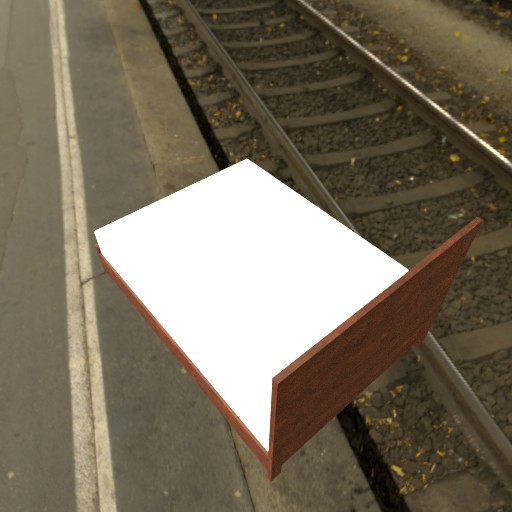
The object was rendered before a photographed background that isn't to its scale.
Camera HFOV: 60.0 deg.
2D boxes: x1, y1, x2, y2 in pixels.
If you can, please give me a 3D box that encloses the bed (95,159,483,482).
[{"bbox_3d":[0.000,0.000,3.246,1.600,1.270,2.184,-31,54,-26],"label":"bed"}]
